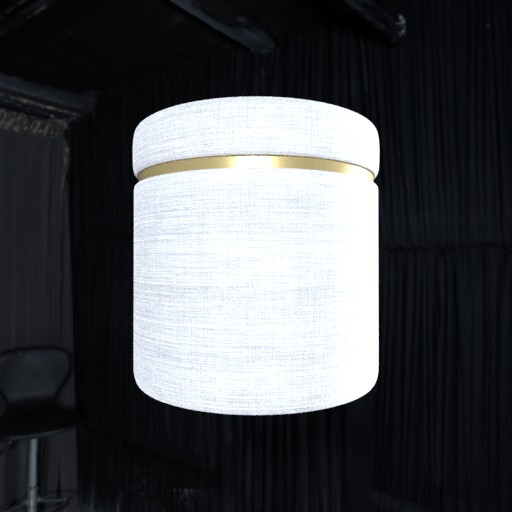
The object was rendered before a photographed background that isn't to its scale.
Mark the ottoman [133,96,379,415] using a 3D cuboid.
[{"bbox_3d":[0.000,0.000,0.745,0.400,0.406,0.400,0,0,0],"label":"ottoman"}]
